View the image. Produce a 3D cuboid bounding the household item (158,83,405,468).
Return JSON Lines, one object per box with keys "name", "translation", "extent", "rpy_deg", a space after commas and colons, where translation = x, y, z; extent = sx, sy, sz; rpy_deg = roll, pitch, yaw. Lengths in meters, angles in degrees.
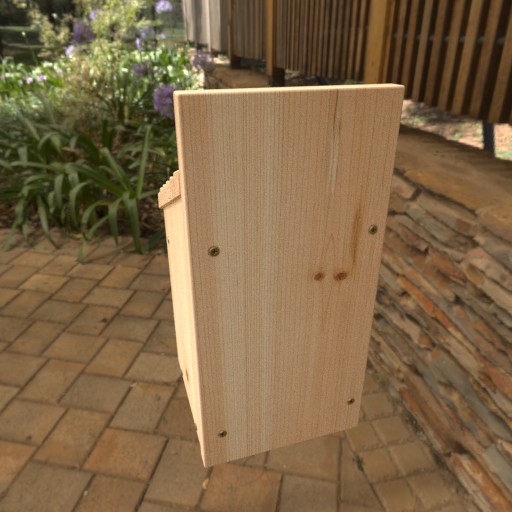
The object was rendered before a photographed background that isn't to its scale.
{"name": "household item", "translation": [0.000, 0.000, 0.402], "extent": [0.149, 0.300, 0.171], "rpy_deg": [-8, 27, -16]}
